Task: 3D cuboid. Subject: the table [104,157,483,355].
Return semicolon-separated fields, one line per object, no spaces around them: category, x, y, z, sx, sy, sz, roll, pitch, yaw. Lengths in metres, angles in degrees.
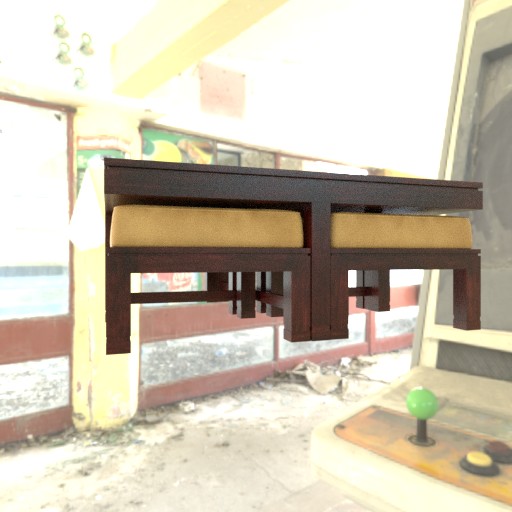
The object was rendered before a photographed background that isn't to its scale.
table;0.000;0.000;1.343;0.865;0.356;0.865;0;0;-19
